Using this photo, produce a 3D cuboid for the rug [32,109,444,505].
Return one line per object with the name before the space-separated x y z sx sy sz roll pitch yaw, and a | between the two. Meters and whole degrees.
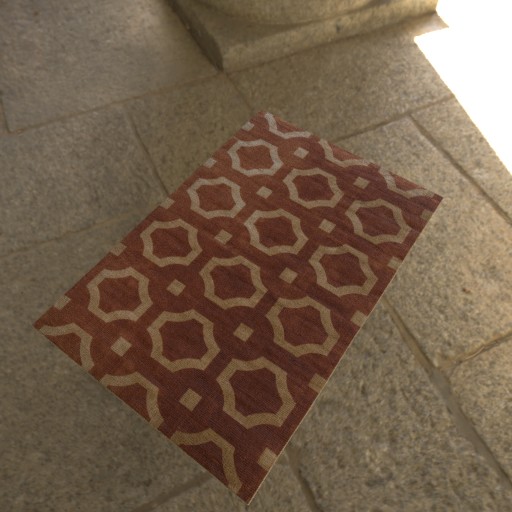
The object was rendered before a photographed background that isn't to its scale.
rug | 0.000 0.000 2.808 1.555 0.016 2.286 31 63 18
